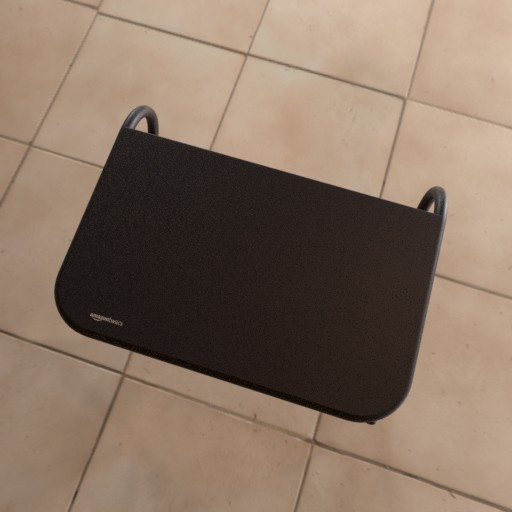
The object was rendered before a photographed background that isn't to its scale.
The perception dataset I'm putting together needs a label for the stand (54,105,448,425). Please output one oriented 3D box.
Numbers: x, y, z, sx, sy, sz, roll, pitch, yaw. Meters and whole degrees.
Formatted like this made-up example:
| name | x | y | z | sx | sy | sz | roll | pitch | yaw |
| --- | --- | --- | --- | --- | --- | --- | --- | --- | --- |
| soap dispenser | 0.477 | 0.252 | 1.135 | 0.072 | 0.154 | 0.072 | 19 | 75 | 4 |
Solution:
| name | x | y | z | sx | sy | sz | roll | pitch | yaw |
| --- | --- | --- | --- | --- | --- | --- | --- | --- | --- |
| stand | 0.000 | 0.000 | 0.507 | 0.370 | 0.108 | 0.280 | 17 | 76 | 4 |
